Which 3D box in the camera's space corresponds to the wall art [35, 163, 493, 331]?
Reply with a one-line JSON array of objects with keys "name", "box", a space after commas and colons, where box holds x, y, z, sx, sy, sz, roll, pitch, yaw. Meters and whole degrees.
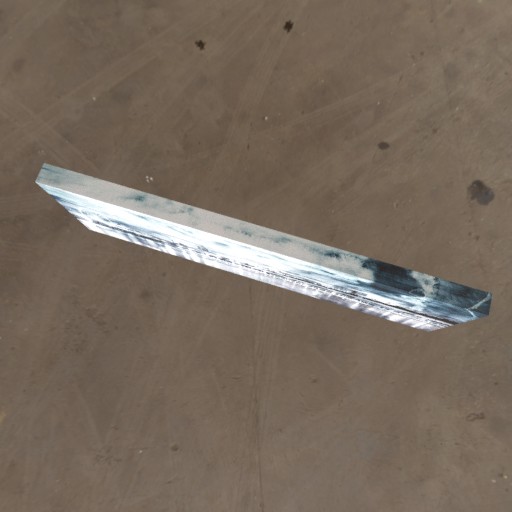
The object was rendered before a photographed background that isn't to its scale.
[{"name": "wall art", "box": [0.000, 0.000, 0.834, 0.759, 0.251, 0.037, 17, 76, 4]}]
